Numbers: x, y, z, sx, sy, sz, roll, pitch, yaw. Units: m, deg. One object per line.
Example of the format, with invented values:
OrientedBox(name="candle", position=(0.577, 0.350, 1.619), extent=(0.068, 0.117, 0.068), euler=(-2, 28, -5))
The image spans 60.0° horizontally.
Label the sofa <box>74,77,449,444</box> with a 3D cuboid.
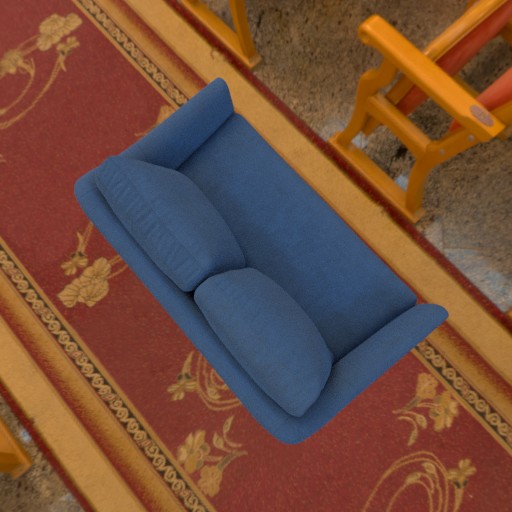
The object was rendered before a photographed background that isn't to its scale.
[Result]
OrientedBox(name="sofa", position=(0.000, 0.000, 2.191), extent=(0.960, 0.902, 1.619), euler=(-40, 80, -9))
